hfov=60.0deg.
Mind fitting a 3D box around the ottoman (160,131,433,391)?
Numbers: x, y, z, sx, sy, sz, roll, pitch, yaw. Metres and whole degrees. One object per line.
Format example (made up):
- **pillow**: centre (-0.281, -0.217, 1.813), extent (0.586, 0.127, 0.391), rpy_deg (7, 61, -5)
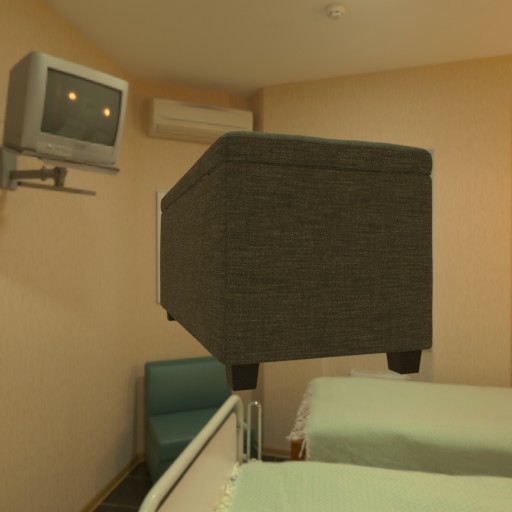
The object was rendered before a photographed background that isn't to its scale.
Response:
- **ottoman**: centre (0.000, 0.000, 1.162), extent (0.419, 0.432, 0.902), rpy_deg (0, 0, -18)
